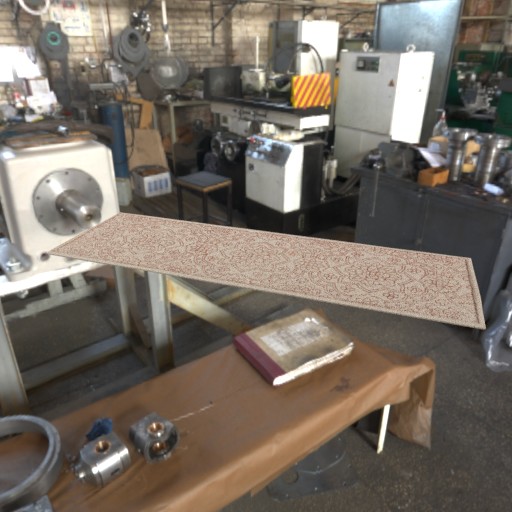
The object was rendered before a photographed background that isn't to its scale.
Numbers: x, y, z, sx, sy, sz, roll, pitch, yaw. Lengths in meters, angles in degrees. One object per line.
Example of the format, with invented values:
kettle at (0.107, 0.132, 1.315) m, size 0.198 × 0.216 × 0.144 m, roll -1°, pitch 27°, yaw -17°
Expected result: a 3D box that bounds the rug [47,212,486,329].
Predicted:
rug at (0.000, 0.000, 2.665) m, size 2.448 × 0.012 × 0.769 m, roll 8°, pitch 27°, yaw 17°
